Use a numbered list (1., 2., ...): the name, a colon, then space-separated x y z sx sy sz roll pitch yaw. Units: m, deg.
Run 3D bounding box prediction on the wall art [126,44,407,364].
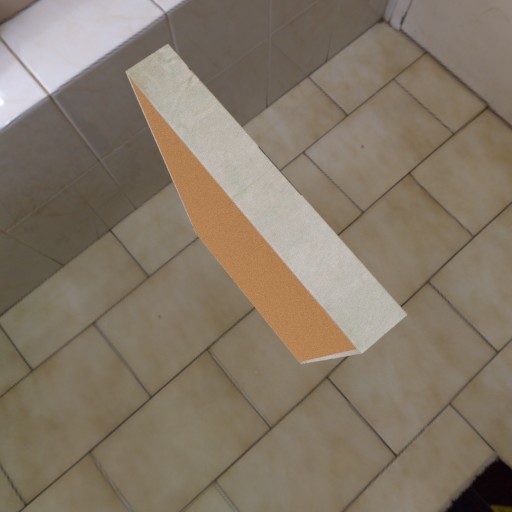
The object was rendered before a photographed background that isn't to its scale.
1. wall art: 0.000 0.000 0.481 0.038 0.381 0.254 -38 78 -9
